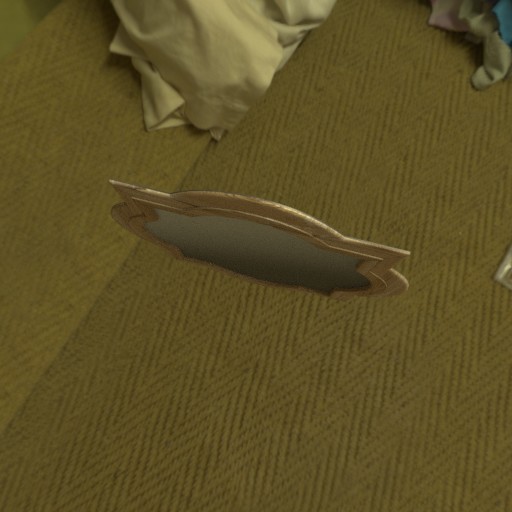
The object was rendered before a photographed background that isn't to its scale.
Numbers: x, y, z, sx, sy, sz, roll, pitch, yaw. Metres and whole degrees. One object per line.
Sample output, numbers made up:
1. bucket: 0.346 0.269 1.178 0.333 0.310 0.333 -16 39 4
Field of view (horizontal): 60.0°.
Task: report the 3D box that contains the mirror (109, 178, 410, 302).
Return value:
1. mirror: 0.000 0.000 1.044 0.686 0.686 0.019 14 76 4
